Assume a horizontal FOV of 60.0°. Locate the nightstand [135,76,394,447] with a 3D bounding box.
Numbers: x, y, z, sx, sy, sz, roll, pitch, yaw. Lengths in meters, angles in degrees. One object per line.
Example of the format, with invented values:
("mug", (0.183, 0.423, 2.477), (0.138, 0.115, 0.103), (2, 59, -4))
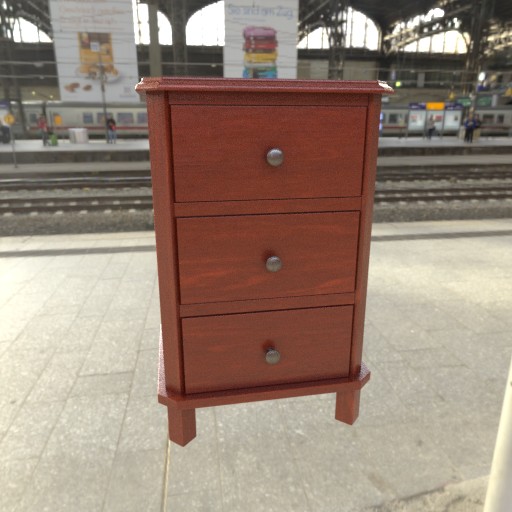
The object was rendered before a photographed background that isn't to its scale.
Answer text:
("nightstand", (0.000, 0.000, 0.950), (0.435, 0.681, 0.351), (-3, 17, -10))
